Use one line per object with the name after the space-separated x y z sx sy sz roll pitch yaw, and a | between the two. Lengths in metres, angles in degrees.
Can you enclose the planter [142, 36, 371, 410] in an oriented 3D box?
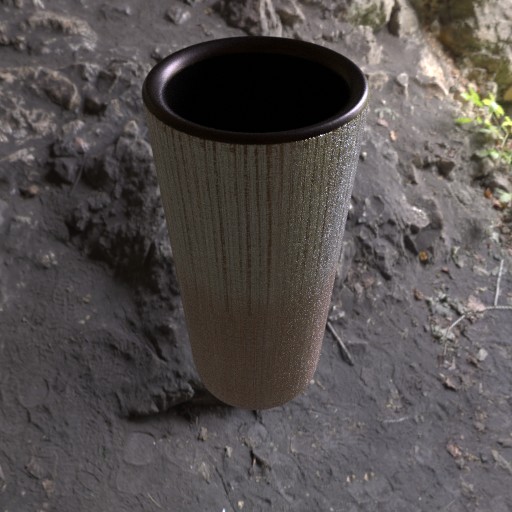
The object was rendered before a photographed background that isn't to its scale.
0.000 0.000 0.276 0.100 0.227 0.100 11 47 10 | planter
